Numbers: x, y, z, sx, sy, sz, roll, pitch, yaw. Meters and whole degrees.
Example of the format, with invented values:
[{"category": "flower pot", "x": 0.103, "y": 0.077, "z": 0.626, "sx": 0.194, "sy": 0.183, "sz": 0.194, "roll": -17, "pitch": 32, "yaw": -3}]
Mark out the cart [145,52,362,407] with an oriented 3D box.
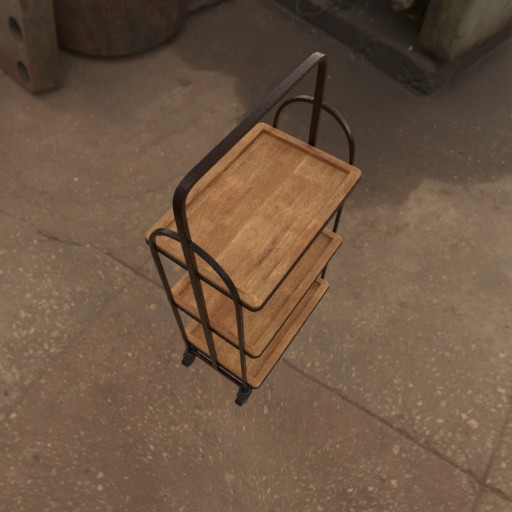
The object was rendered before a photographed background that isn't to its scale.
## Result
[{"category": "cart", "x": 0.000, "y": 0.000, "z": 1.244, "sx": 0.327, "sy": 1.001, "sz": 0.553, "roll": 31, "pitch": 63, "yaw": 18}]
